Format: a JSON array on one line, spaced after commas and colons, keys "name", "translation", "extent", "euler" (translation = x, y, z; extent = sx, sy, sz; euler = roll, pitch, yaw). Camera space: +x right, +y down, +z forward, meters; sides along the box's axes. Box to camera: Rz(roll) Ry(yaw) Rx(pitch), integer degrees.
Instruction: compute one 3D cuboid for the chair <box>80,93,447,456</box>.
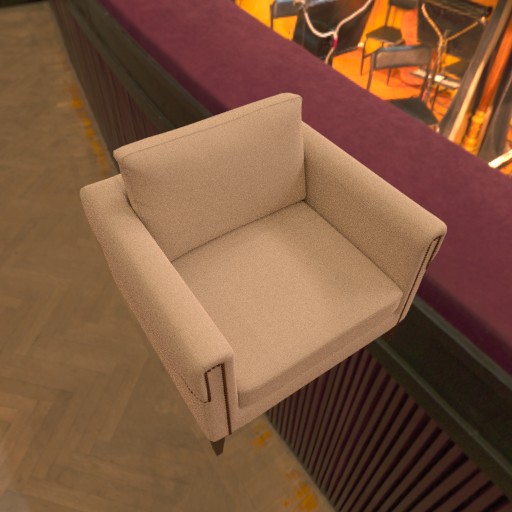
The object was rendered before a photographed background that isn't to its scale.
[{"name": "chair", "translation": [0.000, 0.000, 1.698], "extent": [0.982, 0.915, 0.896], "euler": [-26, 53, -22]}]
